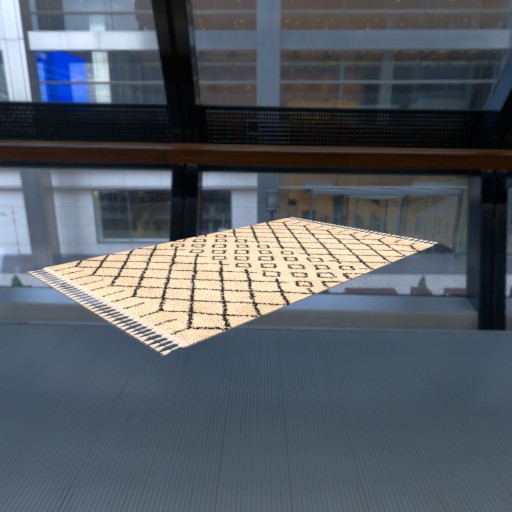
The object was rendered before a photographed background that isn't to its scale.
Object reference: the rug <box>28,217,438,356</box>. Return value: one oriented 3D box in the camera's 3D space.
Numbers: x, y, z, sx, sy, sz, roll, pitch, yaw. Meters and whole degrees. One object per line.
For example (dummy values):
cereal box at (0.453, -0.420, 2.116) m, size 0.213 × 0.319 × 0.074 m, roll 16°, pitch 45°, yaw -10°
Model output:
rug at (0.000, 0.000, 2.459) m, size 1.196 × 0.008 × 2.006 m, roll 15°, pitch 22°, yaw 43°
